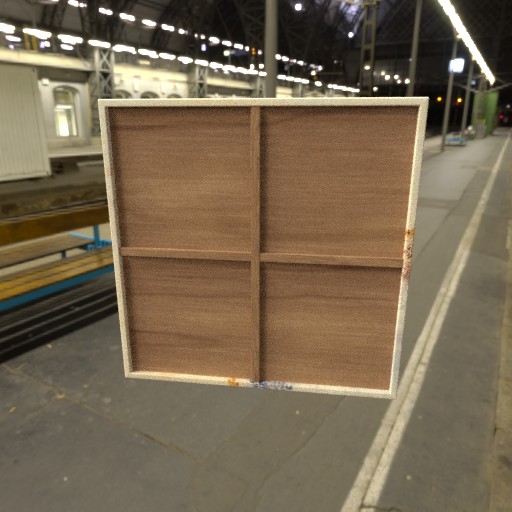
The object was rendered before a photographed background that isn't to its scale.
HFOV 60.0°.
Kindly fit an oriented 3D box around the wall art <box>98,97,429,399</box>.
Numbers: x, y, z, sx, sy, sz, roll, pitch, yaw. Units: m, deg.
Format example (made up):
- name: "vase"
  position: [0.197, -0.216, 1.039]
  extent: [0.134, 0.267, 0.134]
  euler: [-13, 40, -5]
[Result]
- name: "wall art"
  position: [0.000, 0.000, 1.327]
  extent: [0.889, 0.889, 0.038]
  euler: [2, 17, 8]
